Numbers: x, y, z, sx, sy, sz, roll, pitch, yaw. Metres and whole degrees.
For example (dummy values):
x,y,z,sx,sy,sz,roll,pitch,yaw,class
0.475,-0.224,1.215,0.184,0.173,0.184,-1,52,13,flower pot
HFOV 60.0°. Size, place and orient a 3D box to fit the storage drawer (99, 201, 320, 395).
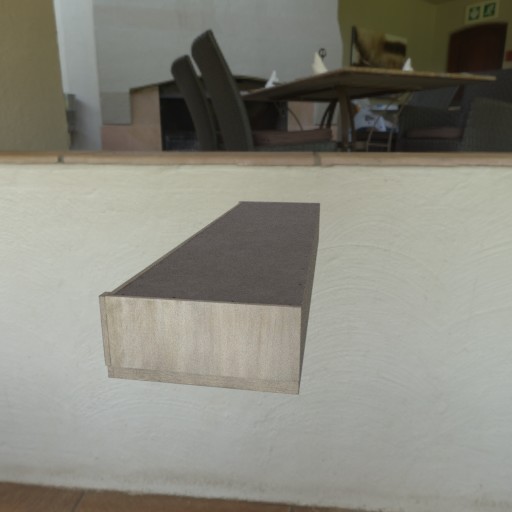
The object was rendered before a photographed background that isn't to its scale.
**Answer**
x,y,z,sx,sy,sz,roll,pitch,yaw,class
0.000,0.000,2.273,0.591,0.274,2.072,2,15,9,storage drawer
